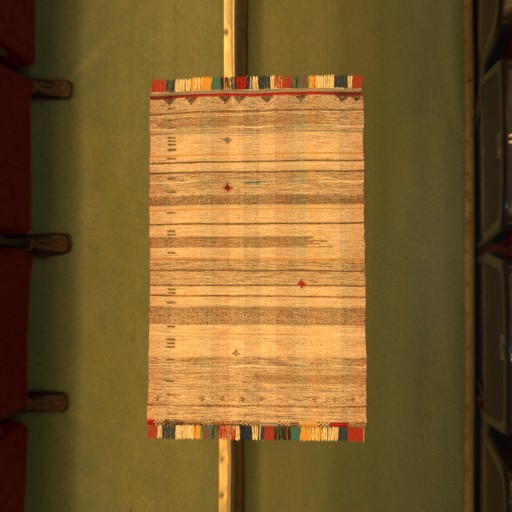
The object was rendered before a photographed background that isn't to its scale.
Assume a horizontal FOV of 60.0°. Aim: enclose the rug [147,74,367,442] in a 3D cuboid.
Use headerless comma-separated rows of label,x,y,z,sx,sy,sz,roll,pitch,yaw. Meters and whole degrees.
rug,0.000,0.000,2.977,1.465,0.012,2.465,0,88,2
